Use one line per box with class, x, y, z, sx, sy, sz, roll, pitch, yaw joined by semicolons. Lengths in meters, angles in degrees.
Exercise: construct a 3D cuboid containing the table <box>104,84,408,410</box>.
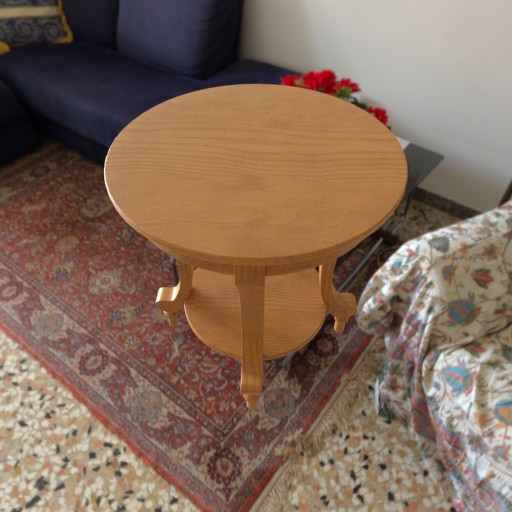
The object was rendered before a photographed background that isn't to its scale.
table;0.000;0.000;1.114;0.597;0.612;0.597;0;46;0
